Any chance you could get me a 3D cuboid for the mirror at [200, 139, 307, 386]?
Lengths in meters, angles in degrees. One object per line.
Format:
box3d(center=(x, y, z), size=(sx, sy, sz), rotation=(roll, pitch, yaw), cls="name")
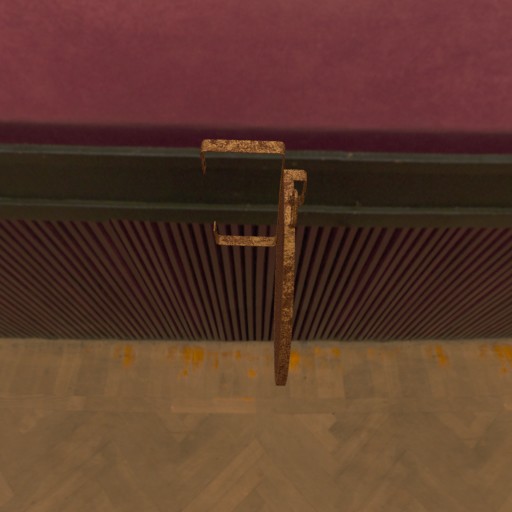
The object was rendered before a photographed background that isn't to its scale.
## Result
box3d(center=(0.000, 0.000, 0.860), size=(0.144, 0.651, 0.447), rotation=(2, 65, 1), cls="mirror")
